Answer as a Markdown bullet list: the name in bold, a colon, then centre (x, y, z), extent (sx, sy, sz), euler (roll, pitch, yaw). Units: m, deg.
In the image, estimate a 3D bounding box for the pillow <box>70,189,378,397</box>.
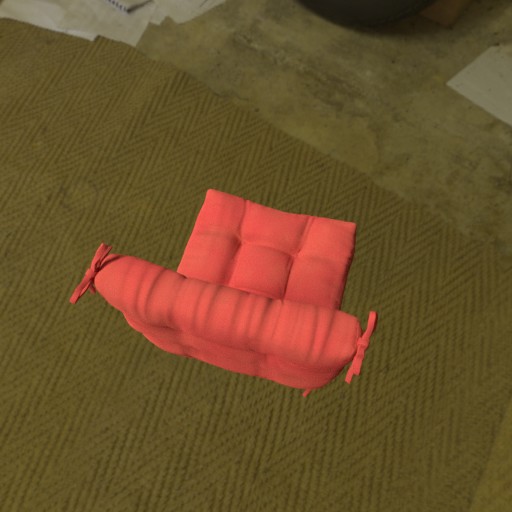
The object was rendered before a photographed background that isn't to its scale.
- **pillow**: centre (0.000, 0.000, 1.049), extent (0.519, 0.605, 0.571), euler (14, 65, 7)
